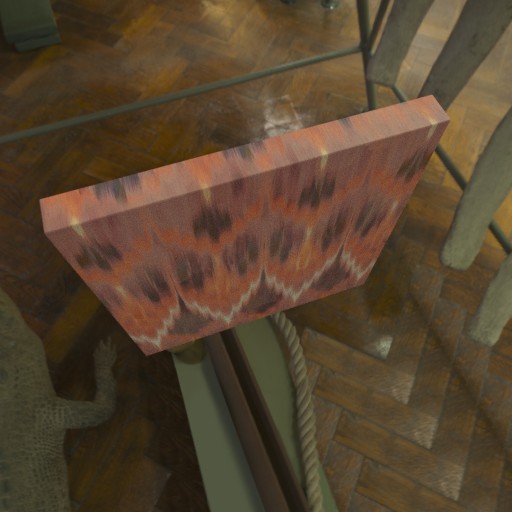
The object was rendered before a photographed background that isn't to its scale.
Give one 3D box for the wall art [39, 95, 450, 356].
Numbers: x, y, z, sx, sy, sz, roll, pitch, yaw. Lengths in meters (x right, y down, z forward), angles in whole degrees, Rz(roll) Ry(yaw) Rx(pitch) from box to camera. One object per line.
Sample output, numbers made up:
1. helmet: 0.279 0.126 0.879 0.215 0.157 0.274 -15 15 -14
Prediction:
1. wall art: 0.000 0.000 0.603 0.403 0.406 0.038 -17 64 -9
